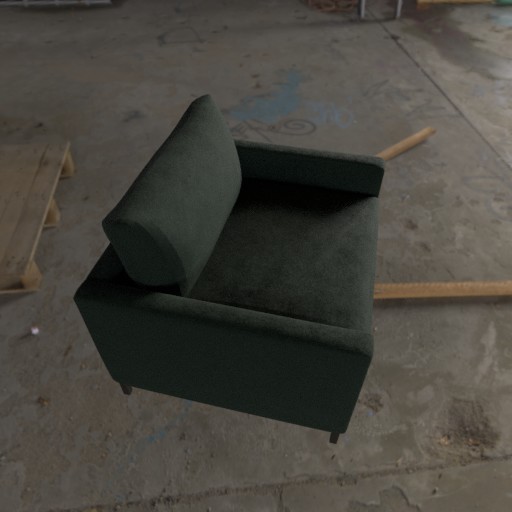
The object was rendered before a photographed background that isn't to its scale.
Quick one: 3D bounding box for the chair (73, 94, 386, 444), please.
[{"bbox_3d":[0.000,0.000,1.637,0.866,0.861,0.963,10,46,9],"label":"chair"}]
